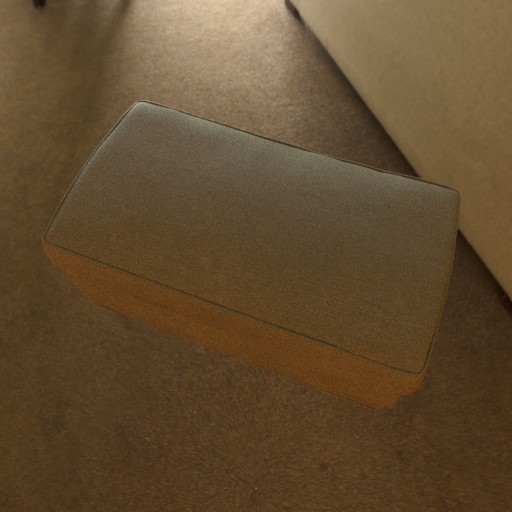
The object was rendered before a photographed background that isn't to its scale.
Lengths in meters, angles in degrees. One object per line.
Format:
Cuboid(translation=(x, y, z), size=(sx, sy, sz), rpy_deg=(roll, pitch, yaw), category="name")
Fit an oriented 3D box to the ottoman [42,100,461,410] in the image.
Cuboid(translation=(0.000, 0.000, 1.146), size=(0.864, 0.448, 0.490), rpy_deg=(19, 64, 9), category="ottoman")
